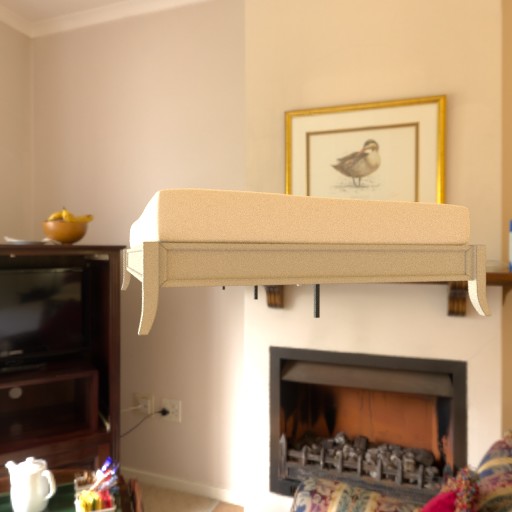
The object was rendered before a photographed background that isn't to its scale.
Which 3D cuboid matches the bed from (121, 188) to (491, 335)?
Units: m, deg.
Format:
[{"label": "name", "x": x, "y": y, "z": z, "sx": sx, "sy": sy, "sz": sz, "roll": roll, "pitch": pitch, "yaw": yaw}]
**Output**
[{"label": "bed", "x": 0.000, "y": 0.000, "z": 2.601, "sx": 1.460, "sy": 0.510, "sz": 1.985, "roll": 0, "pitch": 0, "yaw": -18}]
